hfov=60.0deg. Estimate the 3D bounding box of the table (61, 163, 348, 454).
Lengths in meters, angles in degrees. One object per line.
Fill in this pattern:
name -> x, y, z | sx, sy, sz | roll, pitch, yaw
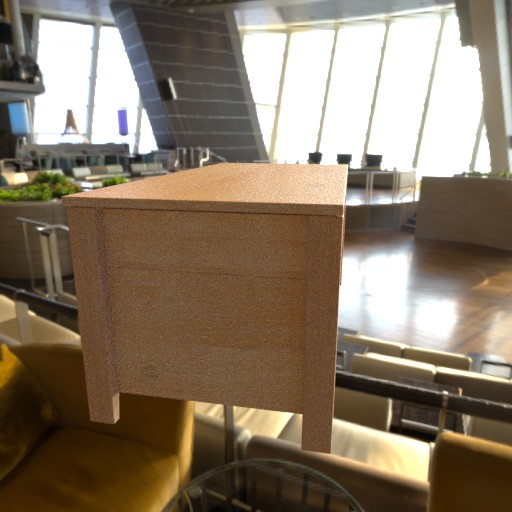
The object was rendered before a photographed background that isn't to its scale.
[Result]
table -> 0.000, 0.000, 1.262 | 0.483, 0.457, 1.016 | 3, 15, 11
